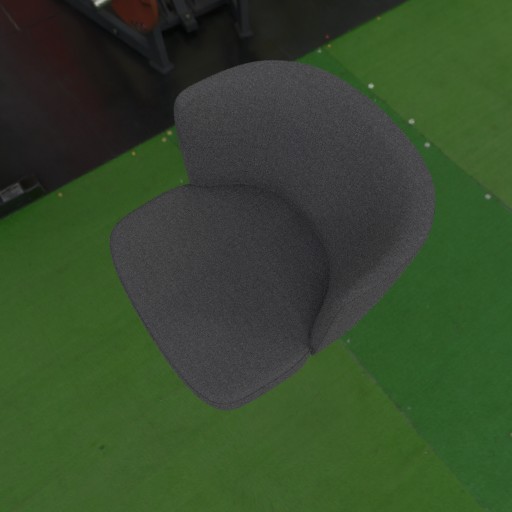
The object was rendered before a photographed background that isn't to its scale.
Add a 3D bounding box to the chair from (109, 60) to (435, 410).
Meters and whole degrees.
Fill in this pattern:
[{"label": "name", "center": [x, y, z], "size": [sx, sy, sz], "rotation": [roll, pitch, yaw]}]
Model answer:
[{"label": "chair", "center": [0.000, 0.000, 1.223], "size": [0.698, 0.695, 0.639], "rotation": [-32, 68, -14]}]
